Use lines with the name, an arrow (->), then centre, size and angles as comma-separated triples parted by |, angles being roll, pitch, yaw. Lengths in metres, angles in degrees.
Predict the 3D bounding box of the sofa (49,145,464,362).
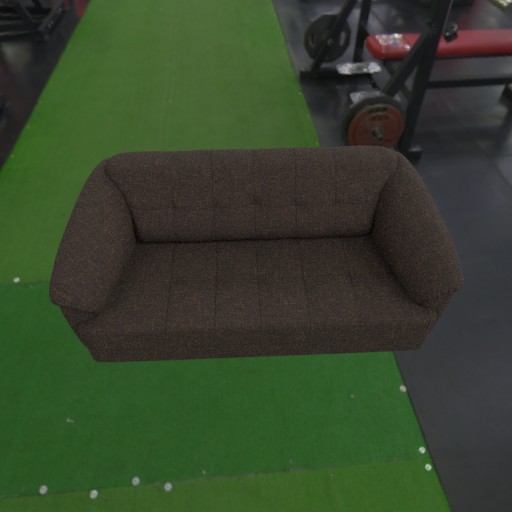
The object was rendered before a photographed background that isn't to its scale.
sofa -> 0.000, 0.000, 2.298 | 1.849, 0.790, 0.887 | -2, 46, -2
